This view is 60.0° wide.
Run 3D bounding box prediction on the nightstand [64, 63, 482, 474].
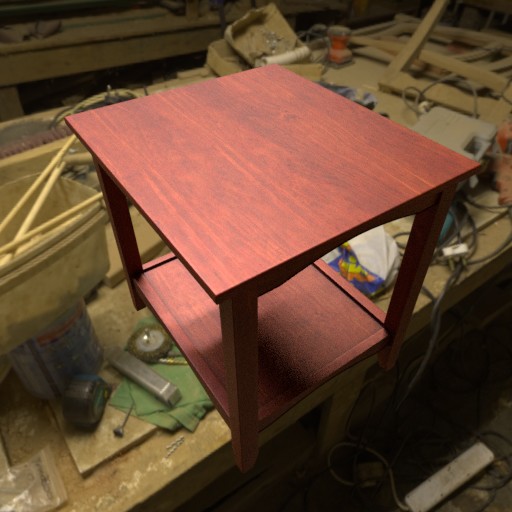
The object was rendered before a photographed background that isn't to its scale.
[{"bbox_3d":[0.000,0.000,0.965,0.501,0.558,0.558,-25,48,-25],"label":"nightstand"}]
